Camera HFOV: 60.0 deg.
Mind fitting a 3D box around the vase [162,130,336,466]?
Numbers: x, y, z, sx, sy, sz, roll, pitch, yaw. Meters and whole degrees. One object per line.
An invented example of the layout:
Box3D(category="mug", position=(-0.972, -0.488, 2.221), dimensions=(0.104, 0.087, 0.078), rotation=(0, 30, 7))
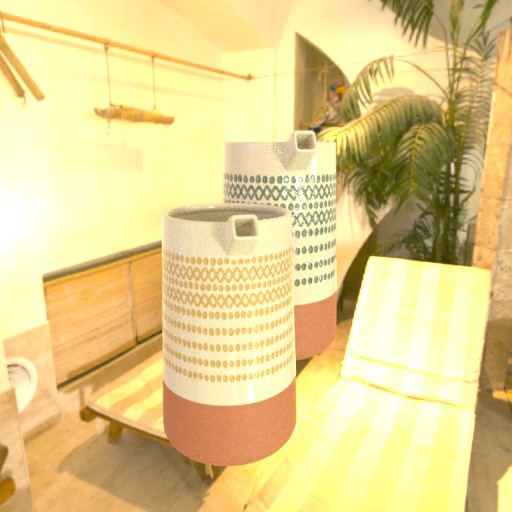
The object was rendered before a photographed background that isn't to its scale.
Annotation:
Box3D(category="vase", position=(0.000, 0.000, 0.454), dimensions=(0.168, 0.247, 0.326), rotation=(7, 16, 26))
